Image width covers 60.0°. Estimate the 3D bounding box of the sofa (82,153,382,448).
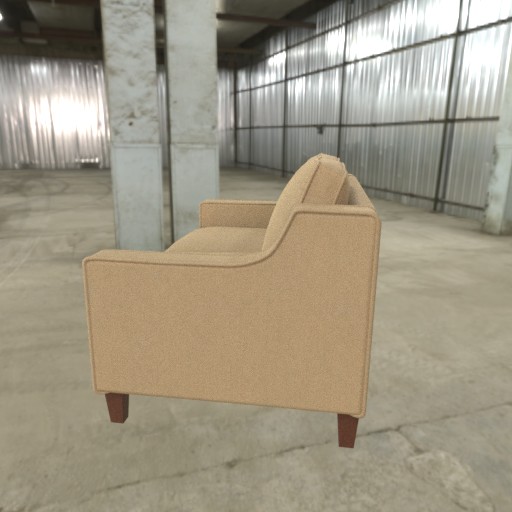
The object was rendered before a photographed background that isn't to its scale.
[{"bbox_3d":[0.000,0.000,2.157,0.987,0.971,1.501,2,15,9],"label":"sofa"}]
